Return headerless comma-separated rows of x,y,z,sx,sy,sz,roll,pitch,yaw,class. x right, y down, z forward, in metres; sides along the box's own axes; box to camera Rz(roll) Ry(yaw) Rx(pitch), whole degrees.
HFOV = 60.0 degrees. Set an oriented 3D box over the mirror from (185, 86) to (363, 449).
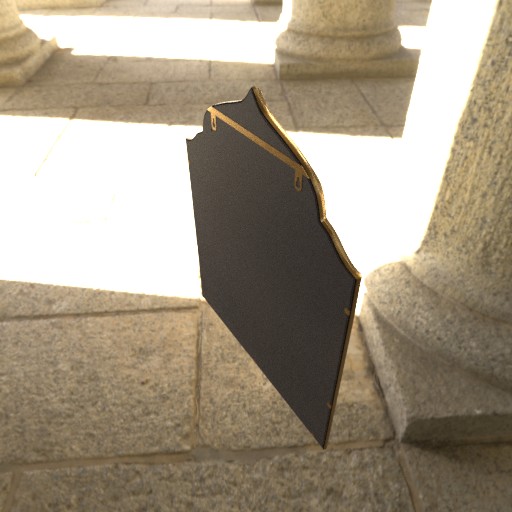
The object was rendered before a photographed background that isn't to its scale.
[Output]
0.000,0.000,0.840,0.018,0.635,0.513,-23,45,-25,mirror
